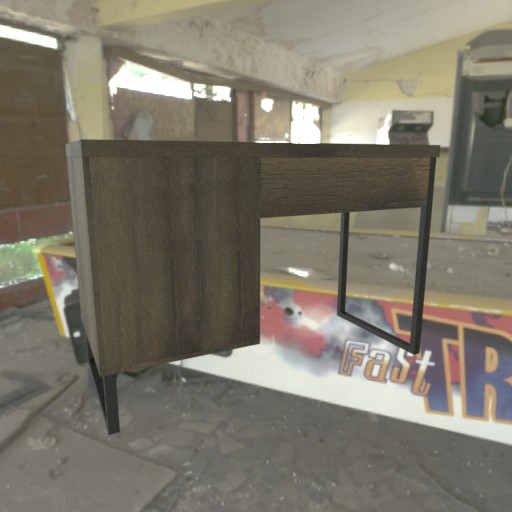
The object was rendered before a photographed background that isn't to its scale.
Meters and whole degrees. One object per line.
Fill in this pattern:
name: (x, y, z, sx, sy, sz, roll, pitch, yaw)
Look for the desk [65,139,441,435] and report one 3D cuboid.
desk: (0.000, 0.000, 1.545, 1.134, 0.752, 0.511, -6, 14, -26)
